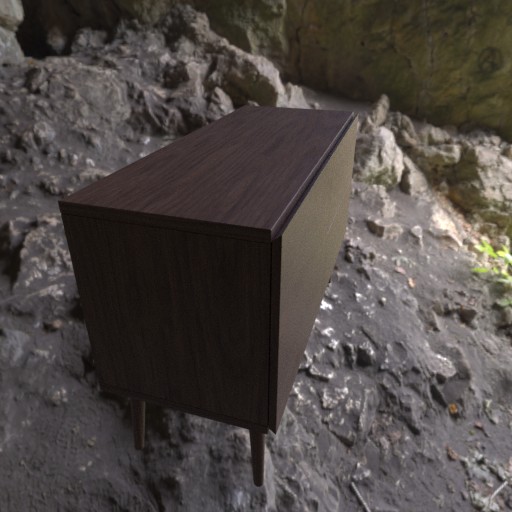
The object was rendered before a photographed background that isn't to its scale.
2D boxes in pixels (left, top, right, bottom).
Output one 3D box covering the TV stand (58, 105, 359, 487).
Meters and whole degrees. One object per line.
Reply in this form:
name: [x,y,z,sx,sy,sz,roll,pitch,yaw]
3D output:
TV stand: [0.000,0.000,1.287,0.405,0.660,0.990,9,30,16]
